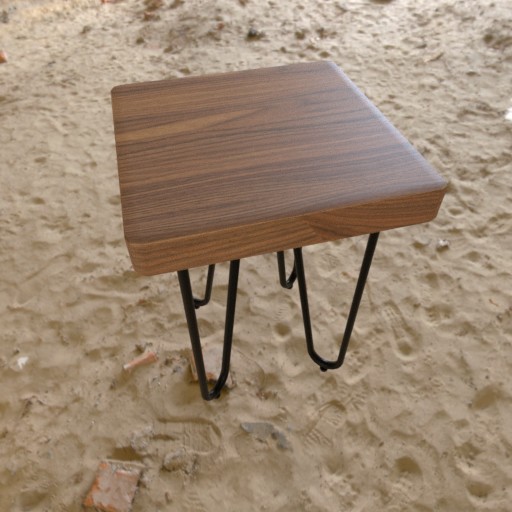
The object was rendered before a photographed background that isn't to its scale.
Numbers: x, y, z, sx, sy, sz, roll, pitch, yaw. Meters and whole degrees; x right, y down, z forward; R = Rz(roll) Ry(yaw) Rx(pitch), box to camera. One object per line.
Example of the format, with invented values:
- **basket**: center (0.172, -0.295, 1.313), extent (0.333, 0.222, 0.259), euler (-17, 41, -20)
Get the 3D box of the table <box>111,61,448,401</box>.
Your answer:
- **table**: center (0.000, 0.000, 1.006), extent (0.480, 0.641, 0.479), euler (-11, 47, -10)
